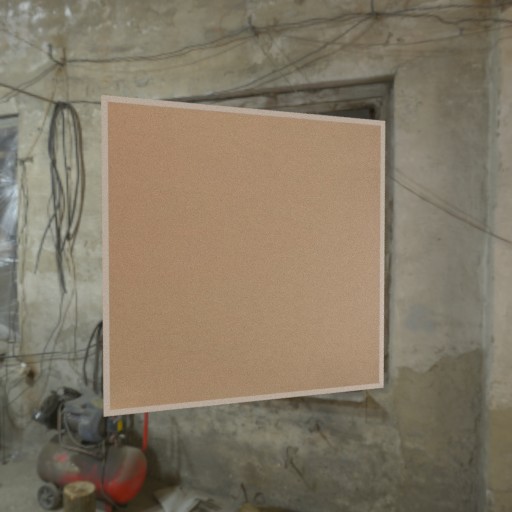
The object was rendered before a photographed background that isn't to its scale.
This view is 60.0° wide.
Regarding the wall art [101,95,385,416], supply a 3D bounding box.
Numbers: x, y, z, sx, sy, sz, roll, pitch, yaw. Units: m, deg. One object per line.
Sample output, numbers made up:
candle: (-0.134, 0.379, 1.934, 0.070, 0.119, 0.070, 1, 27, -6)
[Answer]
wall art: (0.000, 0.000, 1.236, 0.809, 0.809, 0.012, 0, 1, -17)
